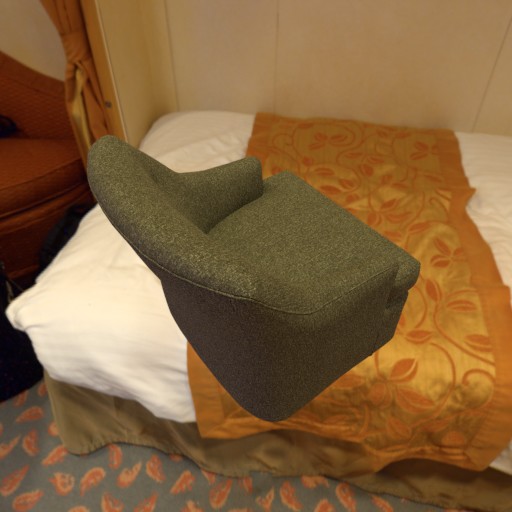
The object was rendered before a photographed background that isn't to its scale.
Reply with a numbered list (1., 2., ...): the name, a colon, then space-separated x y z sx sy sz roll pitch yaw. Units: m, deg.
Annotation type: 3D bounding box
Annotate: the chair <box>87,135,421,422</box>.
1. chair: 0.000 0.000 1.587 0.923 0.856 0.864 -26 49 -25
